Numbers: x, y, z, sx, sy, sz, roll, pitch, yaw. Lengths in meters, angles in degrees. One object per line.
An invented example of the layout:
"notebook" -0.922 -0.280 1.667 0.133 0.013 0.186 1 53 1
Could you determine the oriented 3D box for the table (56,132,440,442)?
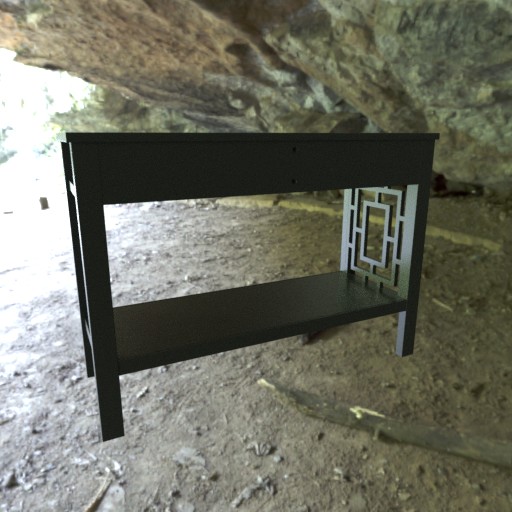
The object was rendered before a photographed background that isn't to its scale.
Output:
"table" 0.000 0.000 1.407 1.068 0.753 0.397 -7 17 -25
